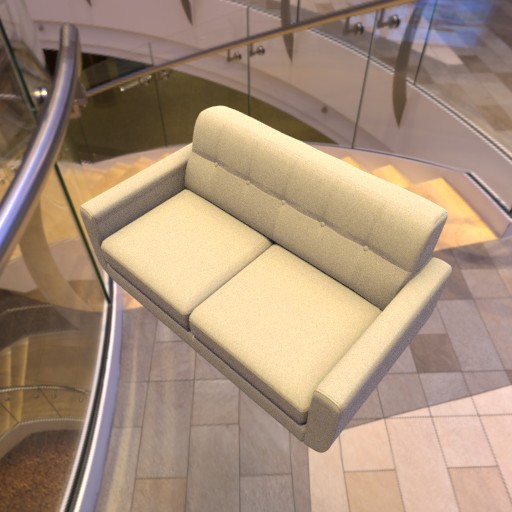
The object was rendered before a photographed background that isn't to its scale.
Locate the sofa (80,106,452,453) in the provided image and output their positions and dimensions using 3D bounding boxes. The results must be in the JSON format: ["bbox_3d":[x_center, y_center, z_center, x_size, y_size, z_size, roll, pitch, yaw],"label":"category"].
[{"bbox_3d":[0.000,0.000,2.289,1.655,0.892,0.980,33,55,27],"label":"sofa"}]
